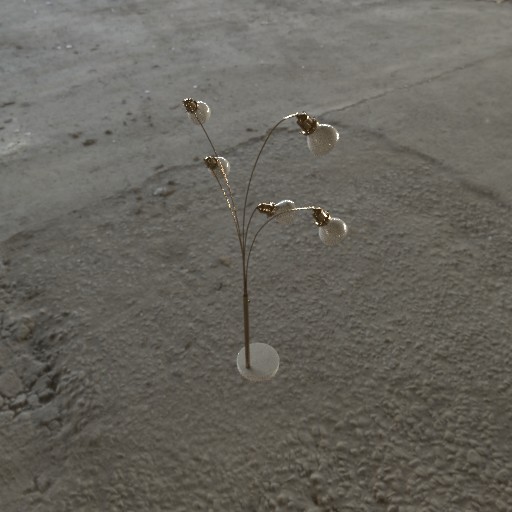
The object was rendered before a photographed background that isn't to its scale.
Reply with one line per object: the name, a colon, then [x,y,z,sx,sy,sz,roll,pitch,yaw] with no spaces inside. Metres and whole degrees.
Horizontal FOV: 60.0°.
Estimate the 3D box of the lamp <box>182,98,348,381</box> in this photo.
lamp: [0.000,0.000,3.051,0.361,2.423,1.405,-26,47,-27]
